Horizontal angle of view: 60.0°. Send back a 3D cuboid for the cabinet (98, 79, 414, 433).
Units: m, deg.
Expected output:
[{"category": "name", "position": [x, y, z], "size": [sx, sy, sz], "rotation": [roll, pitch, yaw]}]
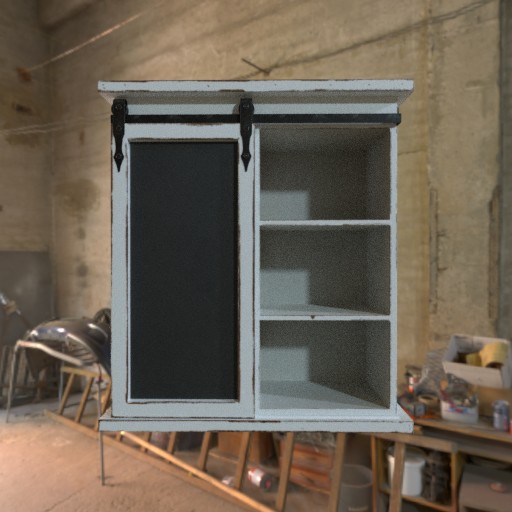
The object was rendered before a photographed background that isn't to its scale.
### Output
[{"category": "cabinet", "position": [0.000, 0.000, 0.863], "size": [0.541, 0.603, 0.210], "rotation": [0, 0, 1]}]
